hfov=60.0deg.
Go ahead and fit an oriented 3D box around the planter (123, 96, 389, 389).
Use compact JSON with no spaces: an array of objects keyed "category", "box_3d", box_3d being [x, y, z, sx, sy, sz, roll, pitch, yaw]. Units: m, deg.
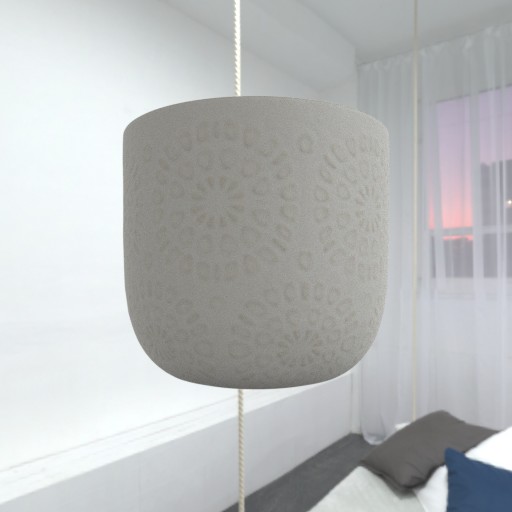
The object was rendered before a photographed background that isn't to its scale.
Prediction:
[{"category":"planter","box_3d":[0.000,0.000,0.215,0.124,0.109,0.124,0,-1,0]}]
